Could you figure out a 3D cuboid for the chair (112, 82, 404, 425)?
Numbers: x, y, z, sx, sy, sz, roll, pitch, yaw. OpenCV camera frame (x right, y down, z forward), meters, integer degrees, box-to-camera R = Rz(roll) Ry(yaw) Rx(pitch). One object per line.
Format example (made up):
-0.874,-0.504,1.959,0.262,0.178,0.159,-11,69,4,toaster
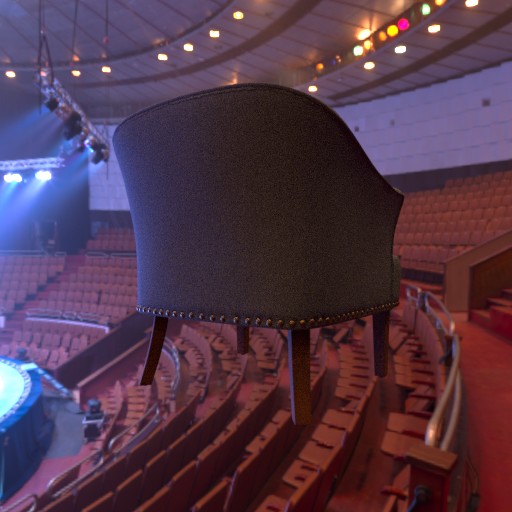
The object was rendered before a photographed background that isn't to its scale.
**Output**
0.000,0.000,1.407,0.798,0.815,0.704,0,0,35,chair
